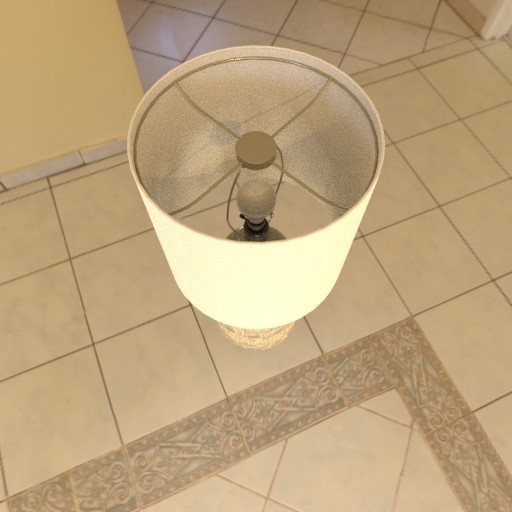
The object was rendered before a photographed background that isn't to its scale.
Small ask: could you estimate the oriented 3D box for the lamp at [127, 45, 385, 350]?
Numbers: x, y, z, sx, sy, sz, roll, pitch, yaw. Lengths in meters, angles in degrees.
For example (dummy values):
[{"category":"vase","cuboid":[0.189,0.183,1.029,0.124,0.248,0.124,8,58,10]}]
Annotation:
[{"category":"lamp","cuboid":[0.000,0.000,0.568,0.211,0.455,0.211,-30,67,-14]}]
